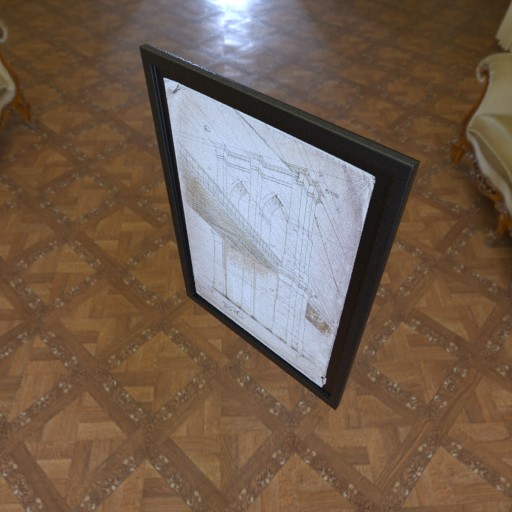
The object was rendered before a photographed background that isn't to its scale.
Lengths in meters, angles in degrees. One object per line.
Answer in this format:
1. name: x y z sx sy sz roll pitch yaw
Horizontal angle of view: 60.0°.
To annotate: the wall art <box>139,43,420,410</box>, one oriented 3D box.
1. wall art: 0.000 0.000 0.846 0.480 0.657 0.016 33 56 26
